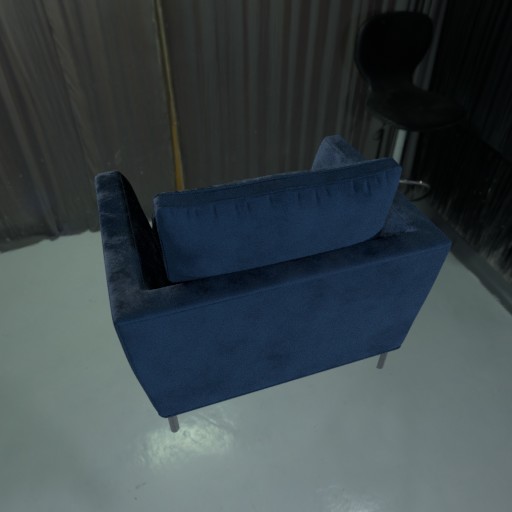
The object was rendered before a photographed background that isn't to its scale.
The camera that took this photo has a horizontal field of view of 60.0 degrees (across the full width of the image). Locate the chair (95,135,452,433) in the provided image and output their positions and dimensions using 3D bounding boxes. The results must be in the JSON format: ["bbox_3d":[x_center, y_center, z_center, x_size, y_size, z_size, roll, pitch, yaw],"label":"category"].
[{"bbox_3d":[0.000,0.000,1.577,0.977,0.893,0.746,-12,43,-14],"label":"chair"}]
